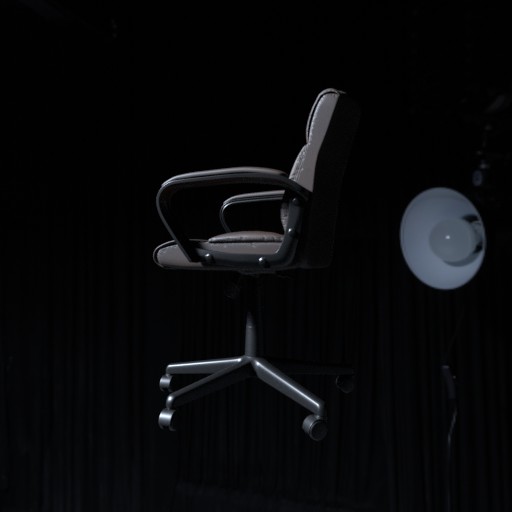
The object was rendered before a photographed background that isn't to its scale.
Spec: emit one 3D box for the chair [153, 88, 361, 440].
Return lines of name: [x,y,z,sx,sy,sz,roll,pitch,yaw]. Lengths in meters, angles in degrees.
chair: [0.000,0.000,1.559,0.717,1.004,0.739,0,1,18]
